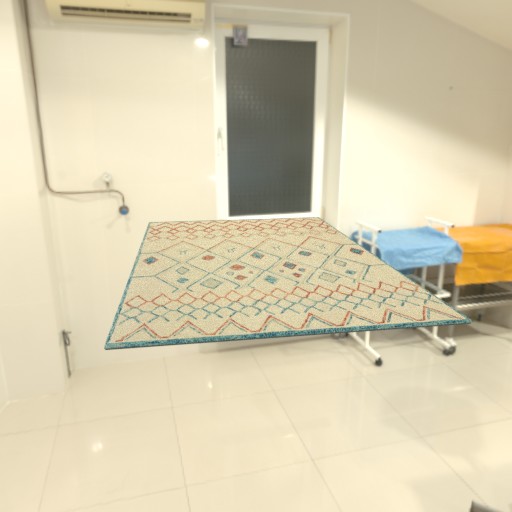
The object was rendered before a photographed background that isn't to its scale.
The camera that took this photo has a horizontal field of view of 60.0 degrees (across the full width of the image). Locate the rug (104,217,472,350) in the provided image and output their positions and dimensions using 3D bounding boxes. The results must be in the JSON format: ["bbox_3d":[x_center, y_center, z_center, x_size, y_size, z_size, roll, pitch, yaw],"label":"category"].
[{"bbox_3d":[0.000,0.000,2.298,1.219,0.016,1.829,-3,16,-9],"label":"rug"}]
